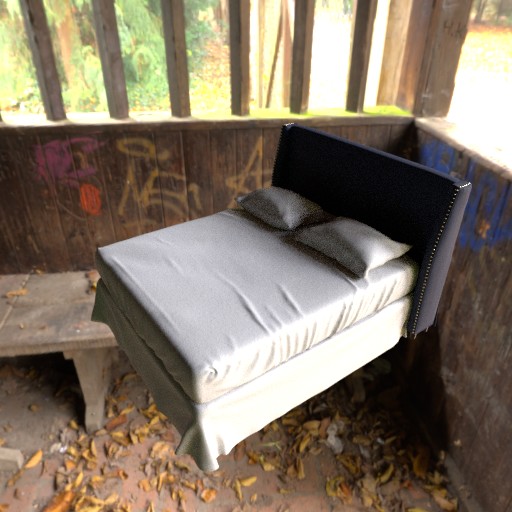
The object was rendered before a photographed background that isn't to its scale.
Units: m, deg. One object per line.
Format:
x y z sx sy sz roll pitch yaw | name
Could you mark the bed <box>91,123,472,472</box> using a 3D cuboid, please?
0.000 0.000 3.423 2.276 1.332 1.925 -21 37 -30 | bed
